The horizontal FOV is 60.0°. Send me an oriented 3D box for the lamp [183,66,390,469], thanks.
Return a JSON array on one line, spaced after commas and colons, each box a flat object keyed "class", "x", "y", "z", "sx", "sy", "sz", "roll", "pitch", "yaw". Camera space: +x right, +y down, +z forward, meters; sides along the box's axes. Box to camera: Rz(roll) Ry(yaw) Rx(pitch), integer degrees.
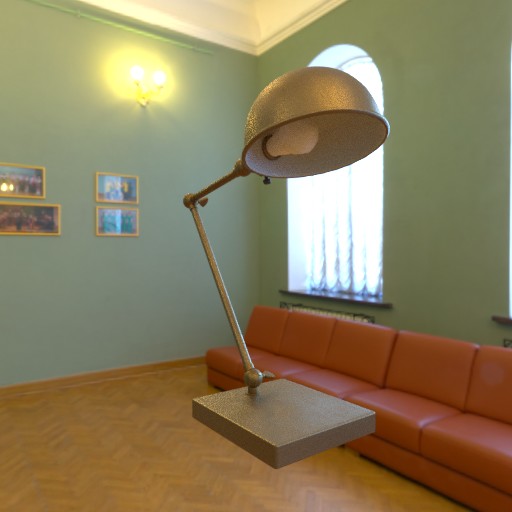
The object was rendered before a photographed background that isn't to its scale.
[{"class": "lamp", "x": 0.000, "y": 0.000, "z": 0.526, "sx": 0.149, "sy": 0.371, "sz": 0.339, "roll": -1, "pitch": 1, "yaw": -37}]
